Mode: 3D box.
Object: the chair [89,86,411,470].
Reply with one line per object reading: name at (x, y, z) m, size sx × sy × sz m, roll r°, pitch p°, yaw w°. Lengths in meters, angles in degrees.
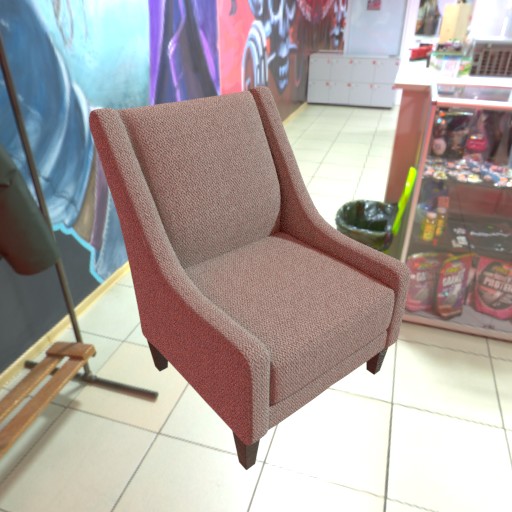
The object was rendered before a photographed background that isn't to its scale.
chair at (0.000, 0.000, 1.625) m, size 0.774 × 1.014 × 0.870 m, roll -22°, pitch 37°, yaw -33°
